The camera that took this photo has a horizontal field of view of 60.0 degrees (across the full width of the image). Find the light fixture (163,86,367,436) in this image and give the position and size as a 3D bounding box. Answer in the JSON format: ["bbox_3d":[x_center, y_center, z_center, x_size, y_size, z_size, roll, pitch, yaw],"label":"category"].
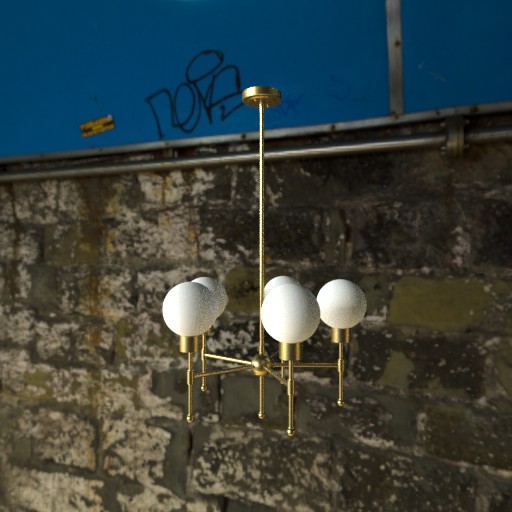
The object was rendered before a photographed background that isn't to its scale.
[{"bbox_3d":[0.000,0.000,1.834,0.785,1.331,0.815,0,0,37],"label":"light fixture"}]
